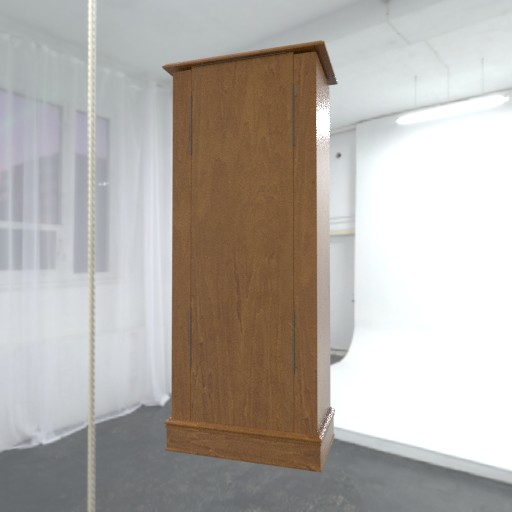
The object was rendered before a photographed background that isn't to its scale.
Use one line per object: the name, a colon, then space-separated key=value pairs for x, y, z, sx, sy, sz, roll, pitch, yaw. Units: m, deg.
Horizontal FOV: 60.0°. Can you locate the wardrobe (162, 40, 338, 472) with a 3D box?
wardrobe: x=0.000 y=0.000 z=1.167 sx=0.406 sy=0.959 sz=0.273 roll=0 pitch=-1 yaw=18
